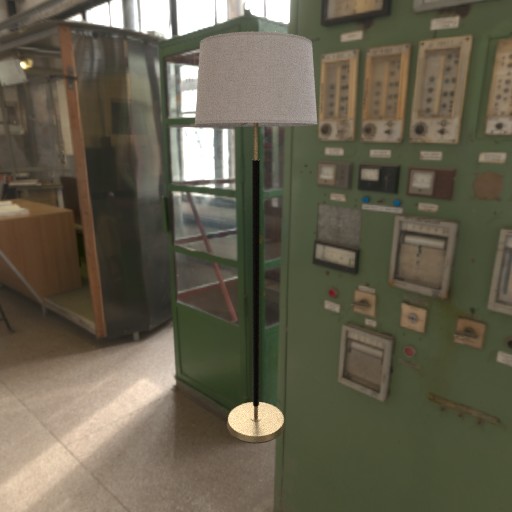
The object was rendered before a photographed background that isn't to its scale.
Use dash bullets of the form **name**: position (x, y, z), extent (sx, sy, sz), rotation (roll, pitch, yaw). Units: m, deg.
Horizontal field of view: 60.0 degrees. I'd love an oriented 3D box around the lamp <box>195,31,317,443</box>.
- **lamp**: position (0.000, 0.000, 1.652), extent (0.420, 1.447, 0.420), rotation (0, 15, 0)
